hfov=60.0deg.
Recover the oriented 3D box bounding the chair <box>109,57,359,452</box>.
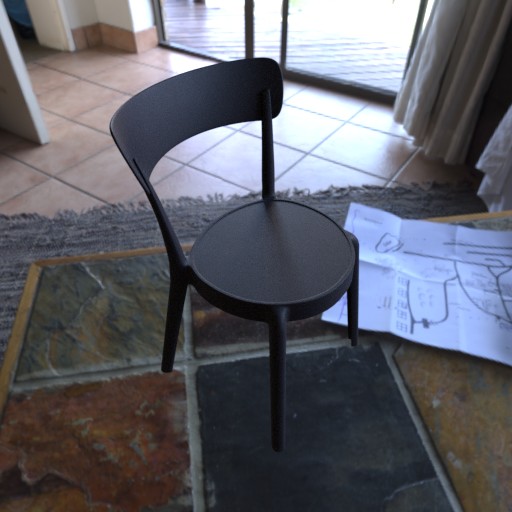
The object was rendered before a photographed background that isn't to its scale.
[{"bbox_3d":[0.000,0.000,1.122,0.491,0.790,0.506,26,48,26],"label":"chair"}]
